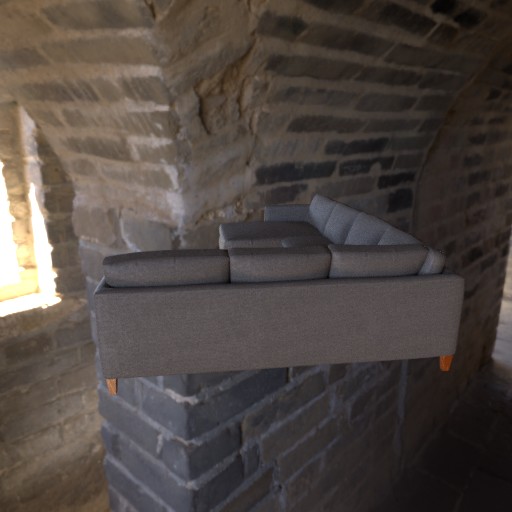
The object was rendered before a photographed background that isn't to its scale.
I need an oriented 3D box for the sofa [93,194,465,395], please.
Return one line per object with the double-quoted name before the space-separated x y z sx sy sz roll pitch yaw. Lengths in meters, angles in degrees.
"sofa" 0.000 0.000 4.674 2.594 0.961 3.460 -2 15 -7
